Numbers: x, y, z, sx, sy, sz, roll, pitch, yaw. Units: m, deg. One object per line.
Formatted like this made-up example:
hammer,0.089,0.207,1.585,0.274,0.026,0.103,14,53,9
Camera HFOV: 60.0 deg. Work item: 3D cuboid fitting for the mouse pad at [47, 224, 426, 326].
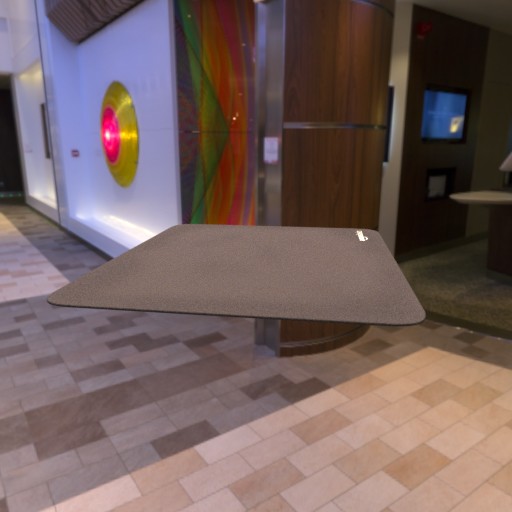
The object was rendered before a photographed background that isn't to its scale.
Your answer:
mouse pad,0.000,0.000,0.442,0.269,0.002,0.315,2,15,8
